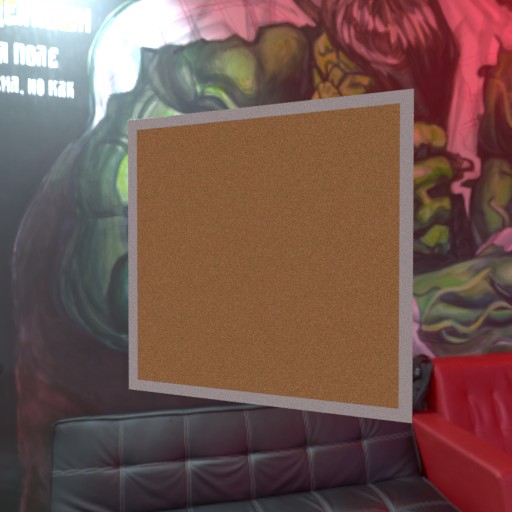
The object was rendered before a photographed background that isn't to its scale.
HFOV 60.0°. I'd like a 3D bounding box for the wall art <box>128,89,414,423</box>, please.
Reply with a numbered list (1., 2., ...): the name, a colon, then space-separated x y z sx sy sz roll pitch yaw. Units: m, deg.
1. wall art: 0.000 0.000 0.684 0.456 0.457 0.009 0 1 19
